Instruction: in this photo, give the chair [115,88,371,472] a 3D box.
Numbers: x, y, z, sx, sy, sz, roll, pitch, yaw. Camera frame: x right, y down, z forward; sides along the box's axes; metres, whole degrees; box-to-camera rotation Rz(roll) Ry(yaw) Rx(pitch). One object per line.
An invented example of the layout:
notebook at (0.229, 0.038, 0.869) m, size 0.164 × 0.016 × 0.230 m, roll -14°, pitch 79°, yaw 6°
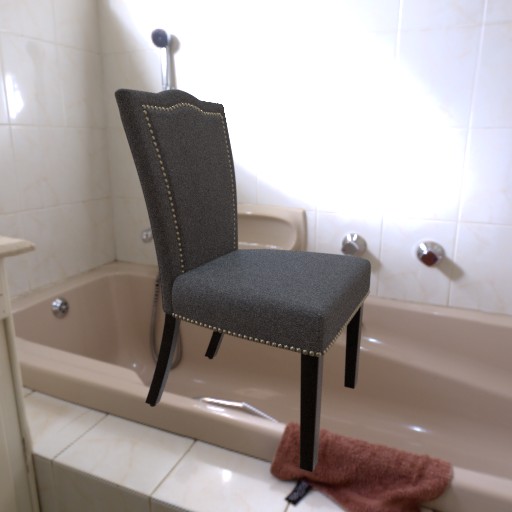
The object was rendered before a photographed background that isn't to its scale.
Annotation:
chair at (0.000, 0.000, 1.304) m, size 0.589 × 0.946 × 0.518 m, roll 7°, pitch 16°, yaw 25°
